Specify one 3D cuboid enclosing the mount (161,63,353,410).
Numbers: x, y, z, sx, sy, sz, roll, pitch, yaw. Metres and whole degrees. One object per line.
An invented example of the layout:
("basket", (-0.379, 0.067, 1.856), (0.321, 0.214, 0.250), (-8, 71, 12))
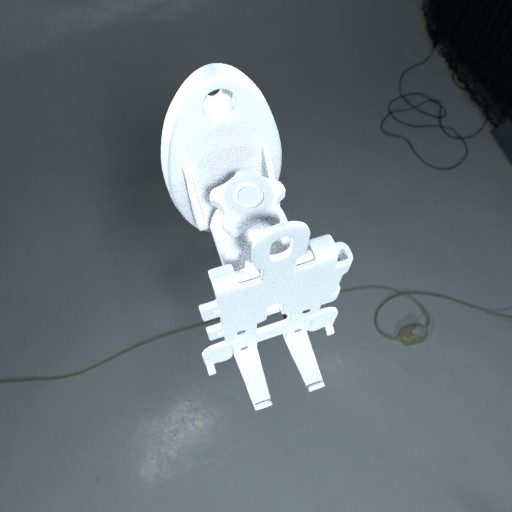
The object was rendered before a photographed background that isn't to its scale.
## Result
("mount", (0.000, 0.000, 0.180), (0.066, 0.118, 0.100), (-17, 64, -8))
